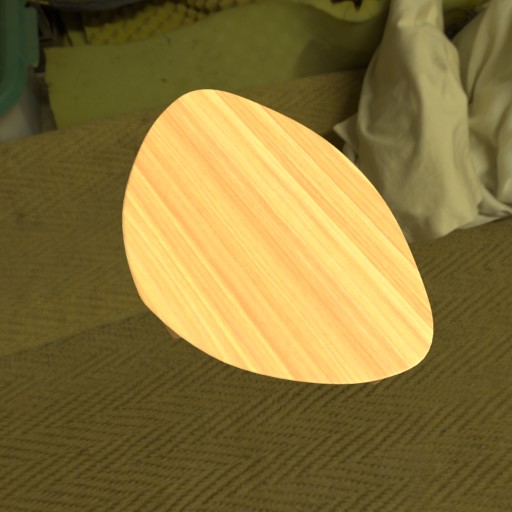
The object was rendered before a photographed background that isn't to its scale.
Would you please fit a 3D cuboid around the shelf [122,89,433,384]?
[{"bbox_3d":[0.000,0.000,1.635,0.845,0.440,1.246,-33,69,-14],"label":"shelf"}]
